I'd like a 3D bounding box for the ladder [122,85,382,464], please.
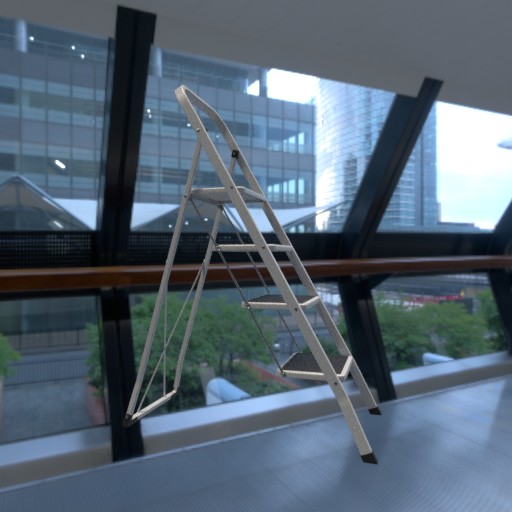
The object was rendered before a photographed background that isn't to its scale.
[{"bbox_3d":[0.000,0.000,1.697,0.914,1.265,0.460,0,0,17],"label":"ladder"}]
